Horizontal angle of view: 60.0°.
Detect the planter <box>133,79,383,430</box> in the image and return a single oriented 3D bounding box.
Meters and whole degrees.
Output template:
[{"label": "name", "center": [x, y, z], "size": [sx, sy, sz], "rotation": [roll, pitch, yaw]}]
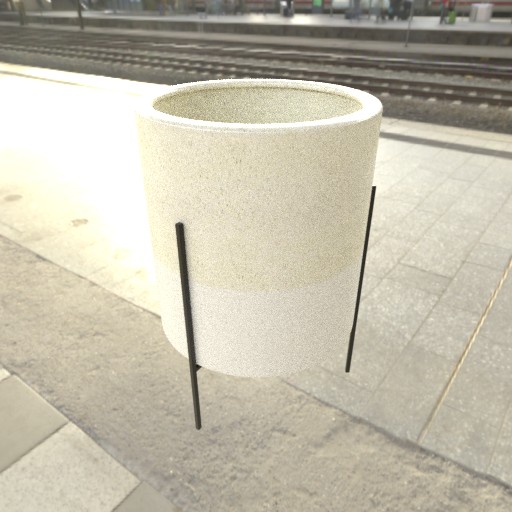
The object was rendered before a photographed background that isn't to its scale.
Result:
[{"label": "planter", "center": [0.000, 0.000, 0.706], "size": [0.324, 0.483, 0.333], "rotation": [19, 35, 29]}]
